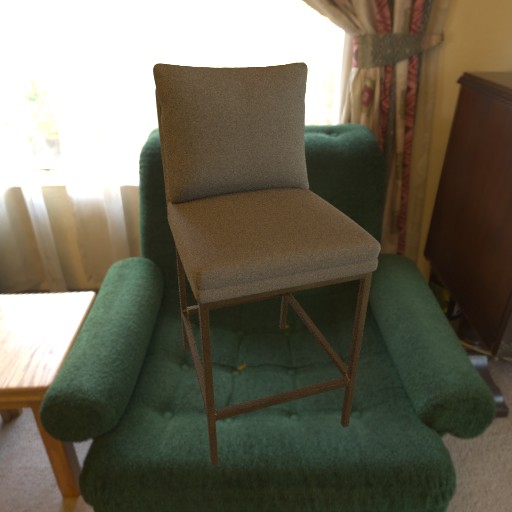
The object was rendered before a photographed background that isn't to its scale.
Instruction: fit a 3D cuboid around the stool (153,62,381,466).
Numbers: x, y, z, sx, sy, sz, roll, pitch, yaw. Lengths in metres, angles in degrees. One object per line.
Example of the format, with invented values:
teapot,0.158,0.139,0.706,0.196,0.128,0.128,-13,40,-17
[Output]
stool,0.000,0.000,1.311,0.463,1.030,0.569,-9,31,-16
